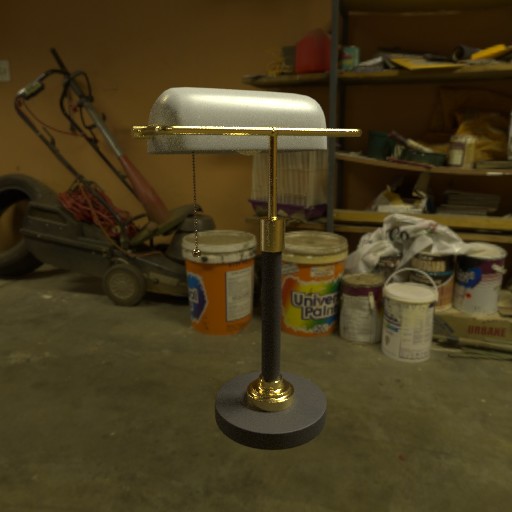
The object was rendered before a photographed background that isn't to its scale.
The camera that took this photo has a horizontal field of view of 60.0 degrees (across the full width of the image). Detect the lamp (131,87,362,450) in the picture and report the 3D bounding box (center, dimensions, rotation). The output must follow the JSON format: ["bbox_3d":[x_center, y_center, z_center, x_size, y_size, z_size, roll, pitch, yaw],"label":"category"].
[{"bbox_3d":[0.000,0.000,0.563,0.269,0.404,0.227,-7,16,-26],"label":"lamp"}]
